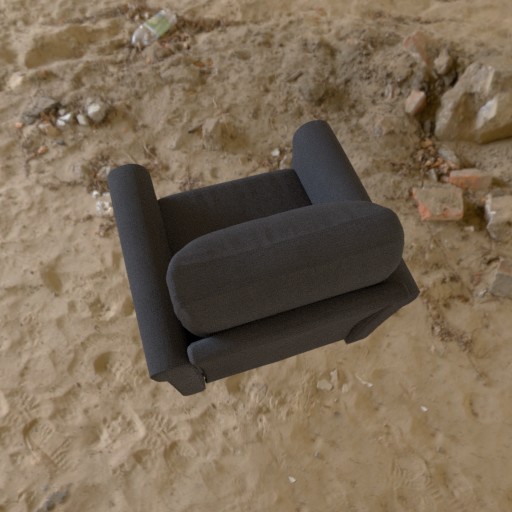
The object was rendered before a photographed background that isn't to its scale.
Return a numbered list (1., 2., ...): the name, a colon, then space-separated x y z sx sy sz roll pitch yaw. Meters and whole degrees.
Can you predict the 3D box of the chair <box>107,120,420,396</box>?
1. chair: 0.000 0.000 1.570 0.867 0.942 0.828 -16 61 -9
